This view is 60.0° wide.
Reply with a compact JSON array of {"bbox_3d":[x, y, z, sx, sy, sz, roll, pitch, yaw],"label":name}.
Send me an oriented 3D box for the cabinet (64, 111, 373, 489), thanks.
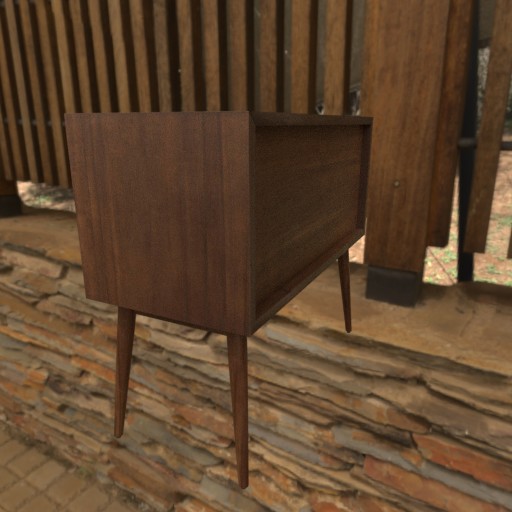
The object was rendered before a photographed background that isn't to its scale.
[{"bbox_3d":[0.000,0.000,1.084,0.354,0.654,0.743,8,19,26],"label":"cabinet"}]
